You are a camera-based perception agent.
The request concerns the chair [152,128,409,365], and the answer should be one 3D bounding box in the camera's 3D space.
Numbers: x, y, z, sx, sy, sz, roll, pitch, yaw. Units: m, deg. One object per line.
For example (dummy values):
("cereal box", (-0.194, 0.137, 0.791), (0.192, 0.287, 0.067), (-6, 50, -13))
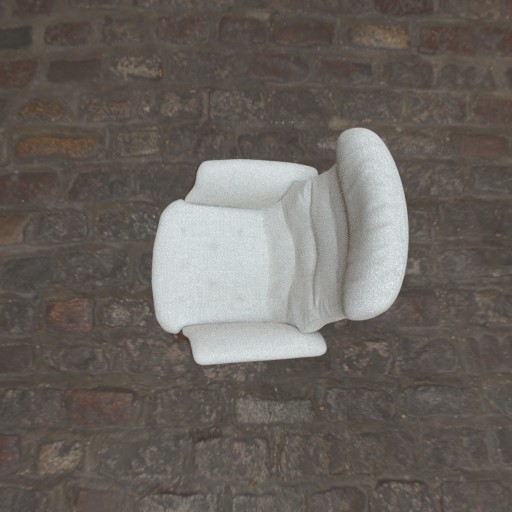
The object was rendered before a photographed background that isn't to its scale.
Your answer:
("chair", (0.000, 0.000, 1.650), (0.837, 0.995, 0.785), (0, 77, 0))
